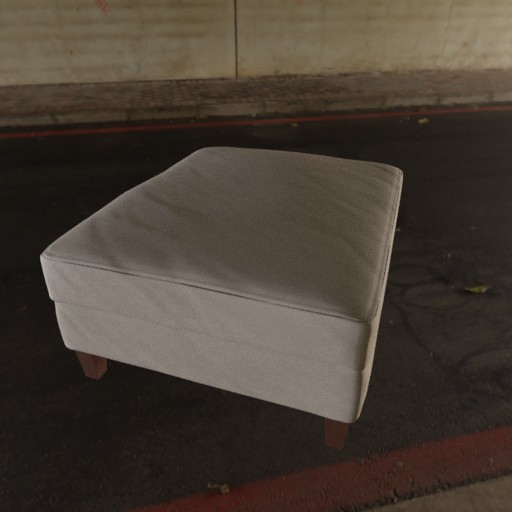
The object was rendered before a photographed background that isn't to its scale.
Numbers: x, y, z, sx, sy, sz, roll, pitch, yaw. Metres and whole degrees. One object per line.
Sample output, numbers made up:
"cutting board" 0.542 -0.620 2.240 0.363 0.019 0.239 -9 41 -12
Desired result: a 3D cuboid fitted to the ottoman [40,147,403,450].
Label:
"ottoman" 0.000 0.000 1.460 0.836 0.492 1.002 10 31 16
